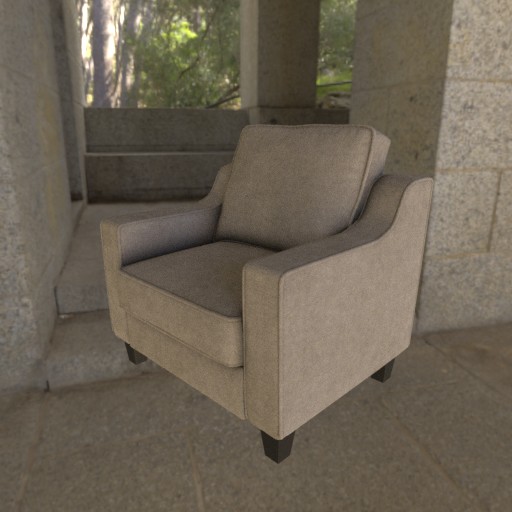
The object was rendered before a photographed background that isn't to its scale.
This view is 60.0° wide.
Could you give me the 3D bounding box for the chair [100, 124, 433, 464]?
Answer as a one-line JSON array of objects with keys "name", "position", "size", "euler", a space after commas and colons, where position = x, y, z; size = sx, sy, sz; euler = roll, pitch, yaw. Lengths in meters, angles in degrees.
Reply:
[{"name": "chair", "position": [0.000, 0.000, 1.654], "size": [0.926, 0.944, 0.840], "euler": [16, 23, 43]}]
